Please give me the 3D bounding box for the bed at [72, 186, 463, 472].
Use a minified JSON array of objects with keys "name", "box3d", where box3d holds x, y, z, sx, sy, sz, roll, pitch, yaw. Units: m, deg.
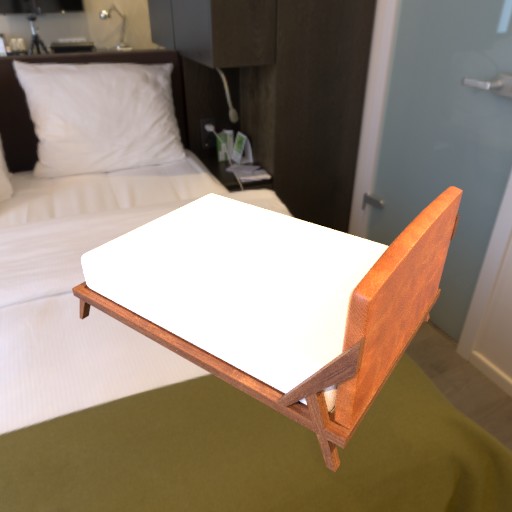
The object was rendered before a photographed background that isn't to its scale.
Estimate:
[{"name":"bed","box3d":[0.000,0.000,3.263,2.311,1.168,1.651,20,36,30]}]
